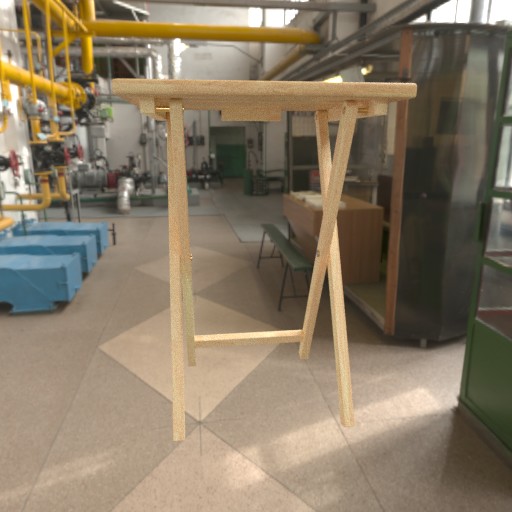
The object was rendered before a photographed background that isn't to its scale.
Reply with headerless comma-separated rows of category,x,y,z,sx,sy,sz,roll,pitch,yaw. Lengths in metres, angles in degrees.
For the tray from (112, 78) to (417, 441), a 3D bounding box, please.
tray,0.000,0.000,0.951,0.483,0.660,0.381,-2,15,-7
